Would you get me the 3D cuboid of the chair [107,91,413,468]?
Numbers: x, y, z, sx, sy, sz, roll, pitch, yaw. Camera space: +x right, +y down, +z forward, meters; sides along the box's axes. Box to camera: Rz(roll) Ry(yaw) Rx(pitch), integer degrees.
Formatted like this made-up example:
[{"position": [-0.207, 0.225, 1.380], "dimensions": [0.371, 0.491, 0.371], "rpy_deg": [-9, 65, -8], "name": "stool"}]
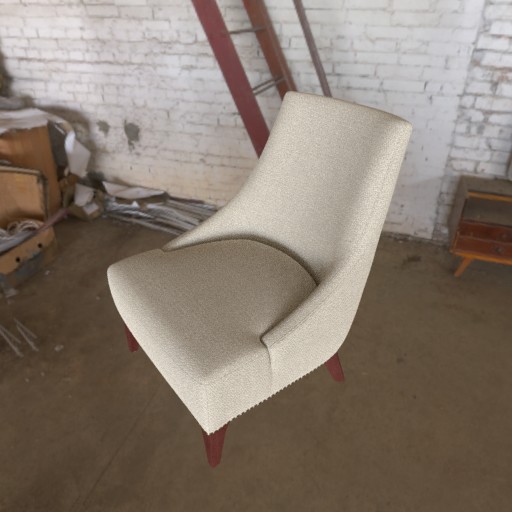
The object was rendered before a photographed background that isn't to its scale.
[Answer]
[{"position": [0.000, 0.000, 1.507], "dimensions": [0.861, 0.909, 0.701], "rpy_deg": [-21, 38, -30], "name": "chair"}]
